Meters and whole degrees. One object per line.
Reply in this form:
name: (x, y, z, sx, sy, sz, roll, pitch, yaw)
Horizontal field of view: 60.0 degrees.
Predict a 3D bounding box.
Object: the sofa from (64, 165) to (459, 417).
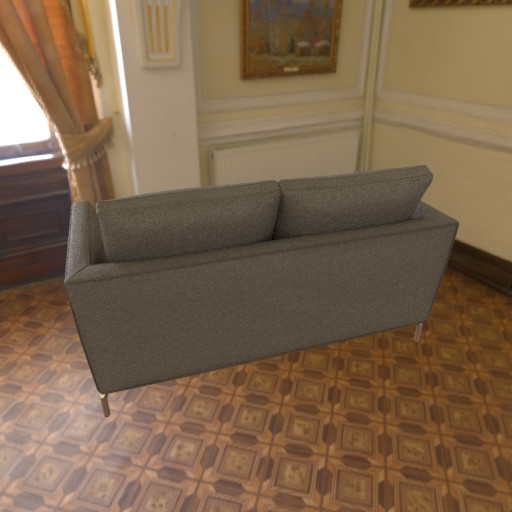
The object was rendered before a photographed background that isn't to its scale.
sofa: (0.000, 0.000, 2.109, 1.594, 0.924, 0.803, -9, 29, -16)
